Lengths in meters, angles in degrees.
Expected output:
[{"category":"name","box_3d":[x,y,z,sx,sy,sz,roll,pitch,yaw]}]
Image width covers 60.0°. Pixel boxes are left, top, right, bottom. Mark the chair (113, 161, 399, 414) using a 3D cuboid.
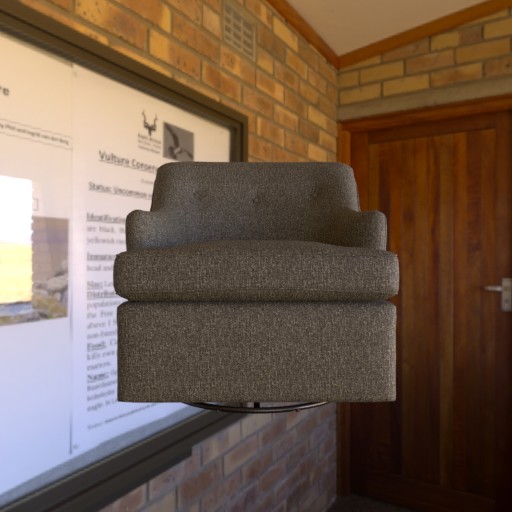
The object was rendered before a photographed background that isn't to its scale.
[{"category":"chair","box_3d":[0.000,0.000,1.622,0.864,0.856,0.923,0,0,0]}]
